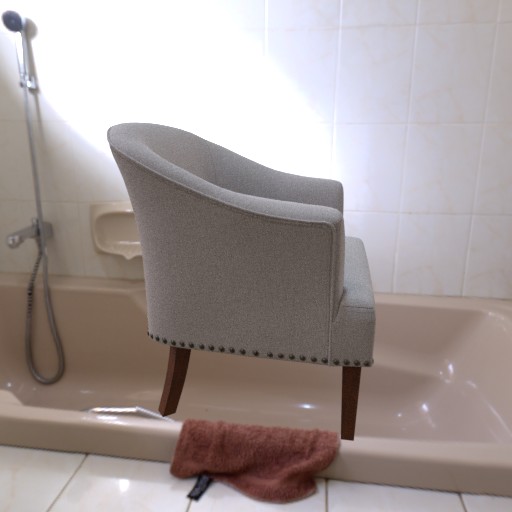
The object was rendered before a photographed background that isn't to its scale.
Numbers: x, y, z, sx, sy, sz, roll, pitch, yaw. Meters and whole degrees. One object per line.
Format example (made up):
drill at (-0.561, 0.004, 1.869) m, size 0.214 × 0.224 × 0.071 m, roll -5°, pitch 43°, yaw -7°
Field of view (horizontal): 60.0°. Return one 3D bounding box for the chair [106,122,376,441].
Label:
chair at (0.000, 0.000, 1.407) m, size 0.704 × 0.815 × 0.798 m, roll 3°, pitch 15°, yaw 10°
